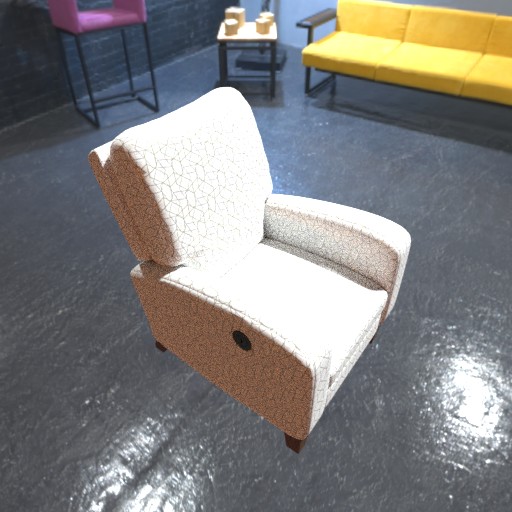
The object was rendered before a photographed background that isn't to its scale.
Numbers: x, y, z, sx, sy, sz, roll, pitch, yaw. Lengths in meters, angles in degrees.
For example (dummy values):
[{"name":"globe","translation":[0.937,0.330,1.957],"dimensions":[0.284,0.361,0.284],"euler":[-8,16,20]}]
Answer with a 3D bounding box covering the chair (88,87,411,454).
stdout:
[{"name":"chair","translation":[0.000,0.000,1.786],"dimensions":[0.995,1.064,0.796],"euler":[25,47,26]}]
